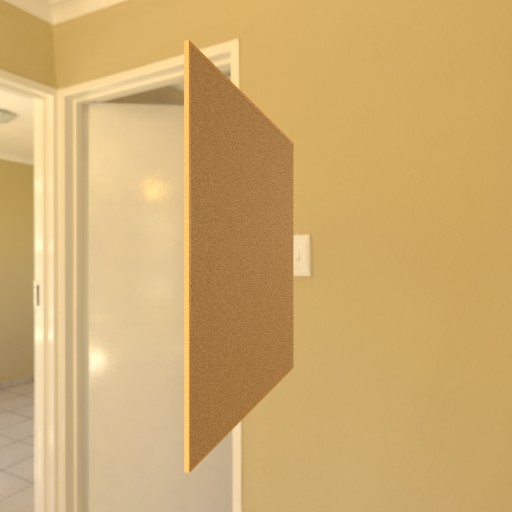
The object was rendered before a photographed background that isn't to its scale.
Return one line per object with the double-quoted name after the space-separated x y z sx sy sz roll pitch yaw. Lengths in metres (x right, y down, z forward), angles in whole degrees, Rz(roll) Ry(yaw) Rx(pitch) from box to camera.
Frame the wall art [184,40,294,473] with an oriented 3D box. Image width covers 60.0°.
0.000 0.000 1.438 0.013 0.959 0.962 0 0 19 "wall art"
